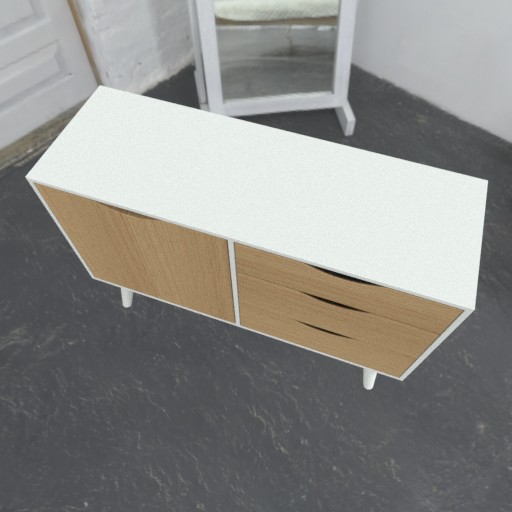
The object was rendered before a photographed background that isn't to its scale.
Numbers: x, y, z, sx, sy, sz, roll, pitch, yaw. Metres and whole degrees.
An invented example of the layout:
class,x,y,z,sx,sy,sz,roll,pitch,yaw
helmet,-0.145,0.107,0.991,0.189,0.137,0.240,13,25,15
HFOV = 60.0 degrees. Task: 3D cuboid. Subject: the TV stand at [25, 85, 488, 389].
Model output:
class,x,y,z,sx,sy,sz,roll,pitch,yaw
TV stand,0.000,0.000,1.553,1.193,0.812,0.406,17,60,10
